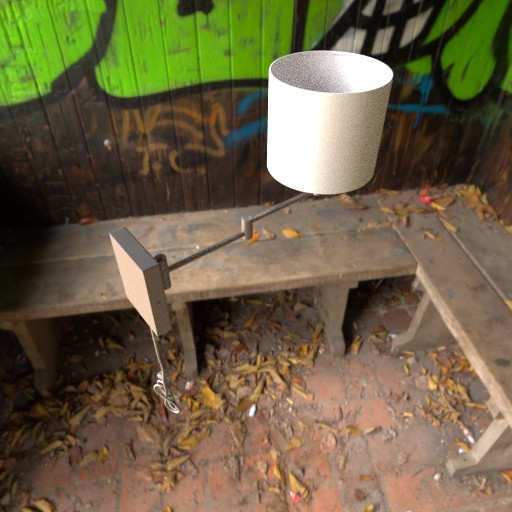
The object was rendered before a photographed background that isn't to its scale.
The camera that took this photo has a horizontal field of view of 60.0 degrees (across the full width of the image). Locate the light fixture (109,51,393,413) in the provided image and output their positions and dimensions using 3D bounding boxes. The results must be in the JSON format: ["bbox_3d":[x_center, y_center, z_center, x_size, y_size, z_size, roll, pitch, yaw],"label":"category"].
[{"bbox_3d":[0.000,0.000,0.877,0.516,0.651,0.203,-27,48,-28],"label":"light fixture"}]
